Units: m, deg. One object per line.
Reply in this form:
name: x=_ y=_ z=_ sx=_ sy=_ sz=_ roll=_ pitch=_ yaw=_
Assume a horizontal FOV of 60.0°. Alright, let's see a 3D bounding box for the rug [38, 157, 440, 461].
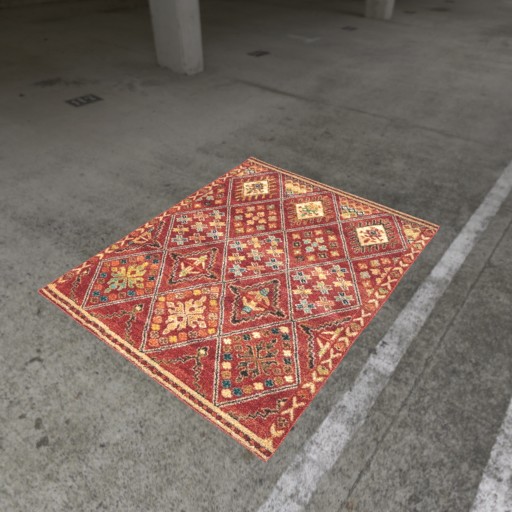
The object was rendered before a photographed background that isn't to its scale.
rug: x=0.000 y=0.000 z=4.244 sx=2.489 sy=0.030 sz=3.086 roll=26 pitch=47 yaw=27
